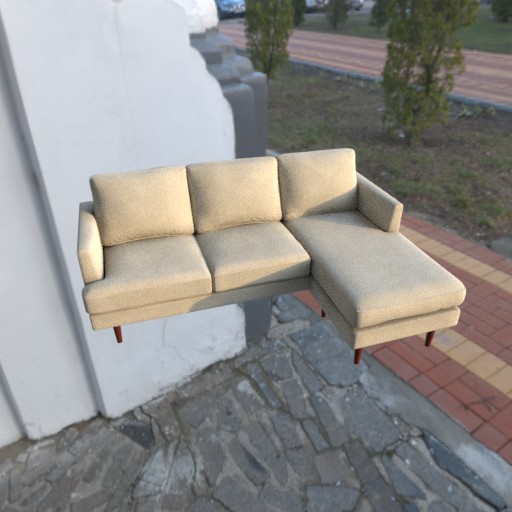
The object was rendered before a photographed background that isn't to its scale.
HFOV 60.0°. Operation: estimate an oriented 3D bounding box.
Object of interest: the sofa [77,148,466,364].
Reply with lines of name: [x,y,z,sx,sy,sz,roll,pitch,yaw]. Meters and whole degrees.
sofa: [0.000,0.000,2.988,2.233,0.956,1.504,-9,33,-15]
